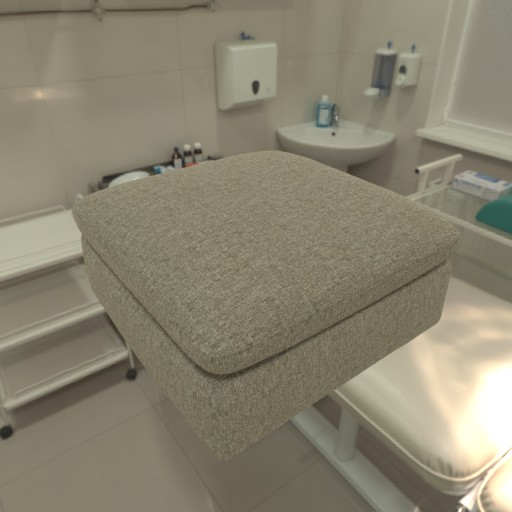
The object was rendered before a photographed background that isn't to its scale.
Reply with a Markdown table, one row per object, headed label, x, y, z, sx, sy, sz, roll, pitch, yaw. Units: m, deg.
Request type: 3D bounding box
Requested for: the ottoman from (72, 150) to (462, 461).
| label | x | y | z | sx | sy | sz | roll | pitch | yaw |
| --- | --- | --- | --- | --- | --- | --- | --- | --- | --- |
| ottoman | 0.000 | 0.000 | 1.642 | 1.035 | 0.526 | 1.039 | -21 | 37 | -31 |
